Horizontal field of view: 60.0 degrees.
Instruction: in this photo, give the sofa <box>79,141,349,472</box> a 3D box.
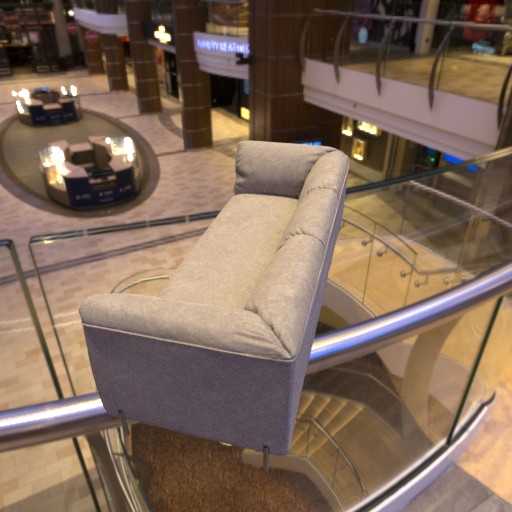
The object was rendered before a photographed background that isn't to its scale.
[{"bbox_3d":[0.000,0.000,2.694,0.899,0.758,2.238,8,33,13],"label":"sofa"}]
